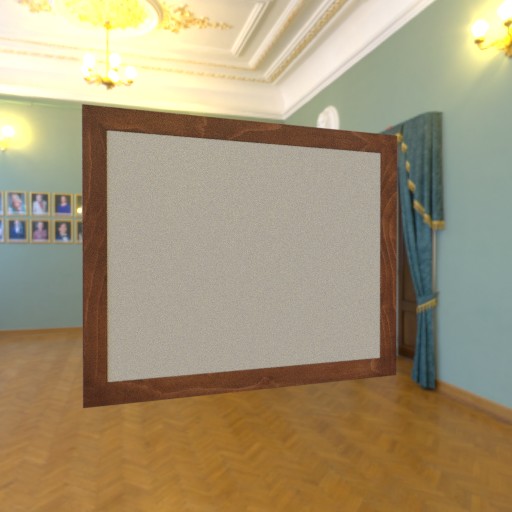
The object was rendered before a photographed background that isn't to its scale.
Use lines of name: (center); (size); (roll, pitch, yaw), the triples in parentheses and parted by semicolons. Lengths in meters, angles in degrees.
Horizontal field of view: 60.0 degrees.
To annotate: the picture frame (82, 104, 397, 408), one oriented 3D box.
picture frame: (0.000, 0.000, 0.768); (0.559, 0.457, 0.025); (0, 1, -19)
